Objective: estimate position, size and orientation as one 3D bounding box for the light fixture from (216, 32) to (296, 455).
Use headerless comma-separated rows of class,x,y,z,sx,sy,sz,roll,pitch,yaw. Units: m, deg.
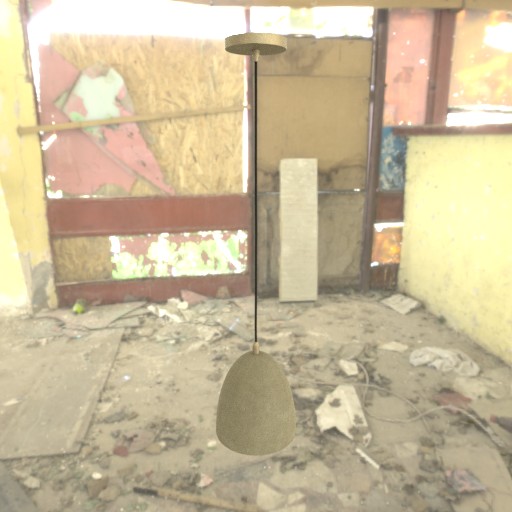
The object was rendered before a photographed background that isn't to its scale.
light fixture,0.000,0.000,0.849,0.170,0.759,0.170,3,15,10
